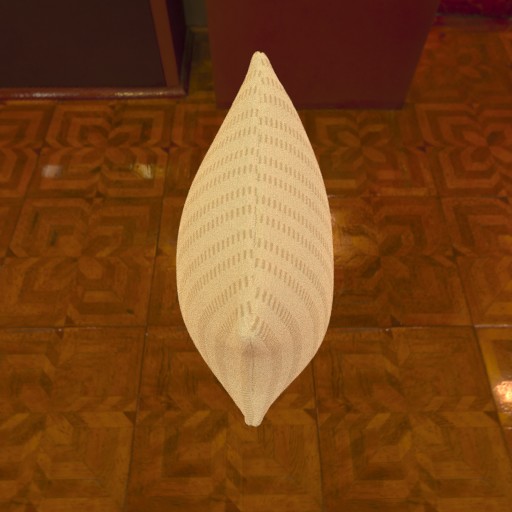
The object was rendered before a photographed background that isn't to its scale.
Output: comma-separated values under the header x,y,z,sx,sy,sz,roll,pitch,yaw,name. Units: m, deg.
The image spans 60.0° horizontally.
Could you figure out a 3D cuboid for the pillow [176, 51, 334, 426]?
x,y,z,sx,sy,sz,roll,pitch,yaw,name
0.000,0.000,0.696,0.247,0.419,0.438,1,59,1,pillow
